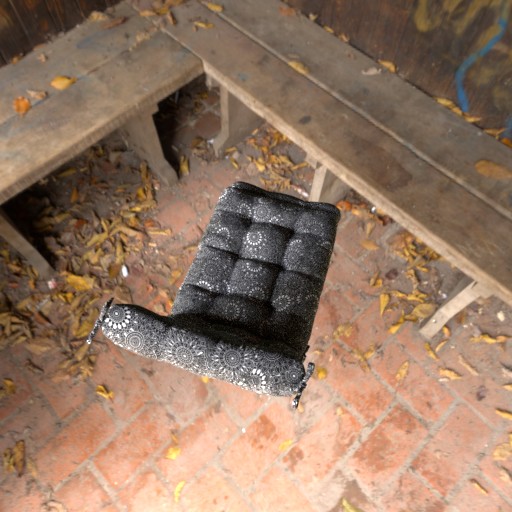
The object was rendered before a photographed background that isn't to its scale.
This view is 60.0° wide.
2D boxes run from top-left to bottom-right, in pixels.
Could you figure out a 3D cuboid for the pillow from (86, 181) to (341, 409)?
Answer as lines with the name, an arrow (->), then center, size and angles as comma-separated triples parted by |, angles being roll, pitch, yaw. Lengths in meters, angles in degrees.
pillow -> 0.000, 0.000, 1.528 | 0.526, 0.863, 1.016 | 16, 65, 8
